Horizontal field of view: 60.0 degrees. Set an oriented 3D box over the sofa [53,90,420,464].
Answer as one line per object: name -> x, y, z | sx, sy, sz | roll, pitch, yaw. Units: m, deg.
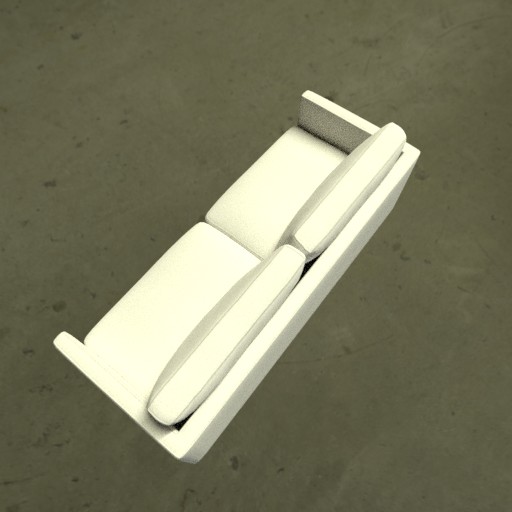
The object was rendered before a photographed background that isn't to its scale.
sofa -> 0.000, 0.000, 2.845 | 0.951, 0.962, 2.361 | 35, 68, 16
